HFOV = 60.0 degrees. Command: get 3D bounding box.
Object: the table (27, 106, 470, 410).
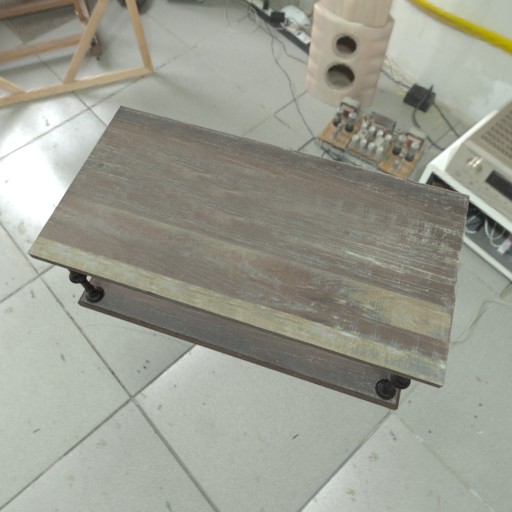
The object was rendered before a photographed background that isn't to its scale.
[{"bbox_3d":[0.000,0.000,1.387,1.088,0.399,0.554,16,64,8],"label":"table"}]
